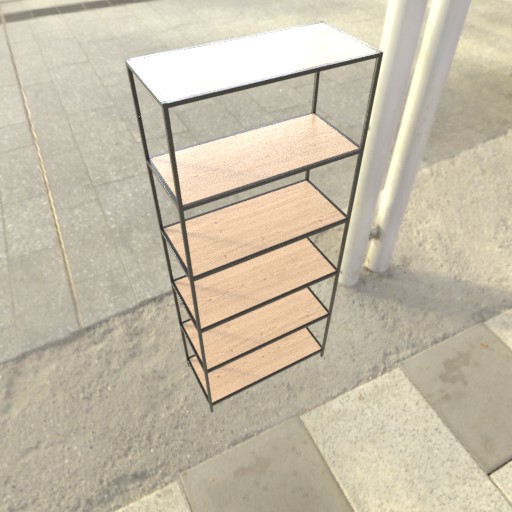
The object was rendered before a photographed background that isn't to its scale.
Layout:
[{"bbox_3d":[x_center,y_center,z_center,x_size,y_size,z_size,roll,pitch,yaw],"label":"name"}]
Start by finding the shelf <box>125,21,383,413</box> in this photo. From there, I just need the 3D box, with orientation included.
[{"bbox_3d":[0.000,0.000,2.099,0.770,1.850,0.350,-21,49,-20],"label":"shelf"}]
